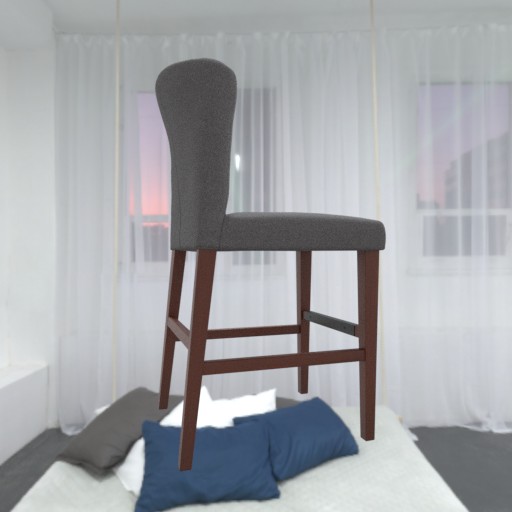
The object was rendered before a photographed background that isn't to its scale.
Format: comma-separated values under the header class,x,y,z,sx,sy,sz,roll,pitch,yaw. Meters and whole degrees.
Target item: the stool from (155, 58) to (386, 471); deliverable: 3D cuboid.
class,x,y,z,sx,sy,sz,roll,pitch,yaw
stool,0.000,0.000,1.285,0.568,0.968,0.481,0,1,-19
